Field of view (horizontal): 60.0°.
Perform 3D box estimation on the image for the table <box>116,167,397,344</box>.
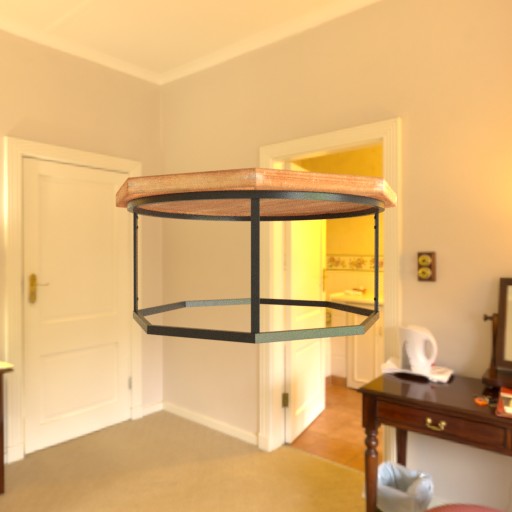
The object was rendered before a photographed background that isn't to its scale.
[{"bbox_3d":[0.000,0.000,1.583,1.002,0.444,1.002,0,1,0],"label":"table"}]
